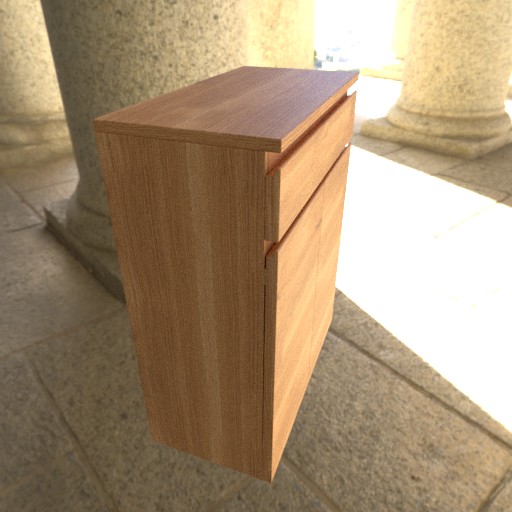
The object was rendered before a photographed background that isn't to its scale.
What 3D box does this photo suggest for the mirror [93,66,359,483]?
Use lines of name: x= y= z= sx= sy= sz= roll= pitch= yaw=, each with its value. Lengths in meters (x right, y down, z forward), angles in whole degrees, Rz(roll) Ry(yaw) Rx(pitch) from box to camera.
mirror: x=0.000 y=0.000 z=1.406 sx=0.400 sy=1.000 sz=0.800 roll=11 pitch=33 yaw=18
